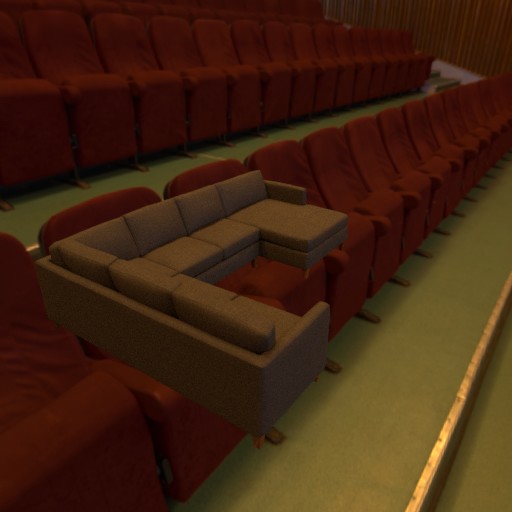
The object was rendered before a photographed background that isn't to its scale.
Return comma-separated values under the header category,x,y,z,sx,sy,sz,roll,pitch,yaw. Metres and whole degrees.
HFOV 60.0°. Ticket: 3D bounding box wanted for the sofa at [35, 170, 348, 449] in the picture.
category,x,y,z,sx,sy,sz,roll,pitch,yaw
sofa,0.000,0.000,4.744,2.594,0.961,3.460,17,30,31
